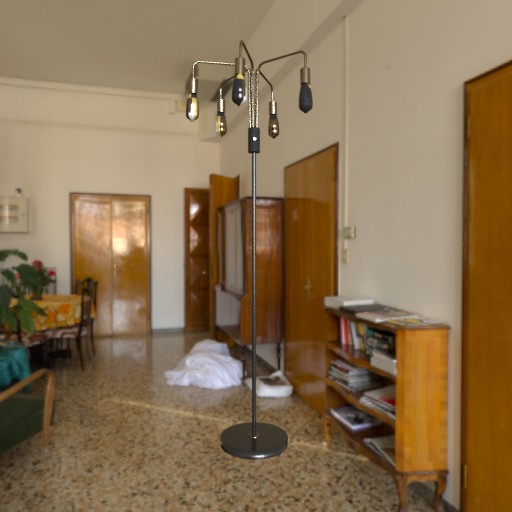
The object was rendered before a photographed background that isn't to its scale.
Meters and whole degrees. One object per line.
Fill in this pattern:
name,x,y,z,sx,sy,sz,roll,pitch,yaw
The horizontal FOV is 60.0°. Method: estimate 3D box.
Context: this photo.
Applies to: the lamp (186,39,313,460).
lamp,0.000,0.000,2.017,0.599,1.721,0.572,1,2,37
